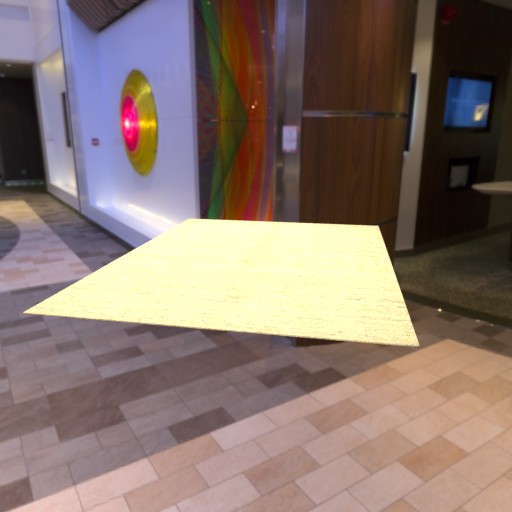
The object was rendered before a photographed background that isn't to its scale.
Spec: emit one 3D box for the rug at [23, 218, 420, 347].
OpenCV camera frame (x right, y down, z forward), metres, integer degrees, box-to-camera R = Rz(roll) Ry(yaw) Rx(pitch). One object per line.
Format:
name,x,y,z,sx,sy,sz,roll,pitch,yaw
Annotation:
rug,0.000,0.000,4.141,2.437,0.014,3.201,3,16,11
